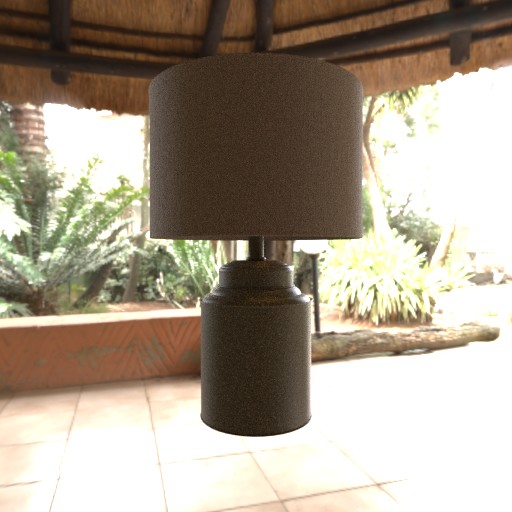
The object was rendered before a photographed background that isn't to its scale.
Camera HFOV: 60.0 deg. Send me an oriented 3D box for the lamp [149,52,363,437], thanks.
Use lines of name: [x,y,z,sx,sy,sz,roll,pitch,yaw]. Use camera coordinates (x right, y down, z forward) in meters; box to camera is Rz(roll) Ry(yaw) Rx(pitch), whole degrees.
lamp: [0.000,0.000,0.680,0.318,0.486,0.318,0,1,0]
